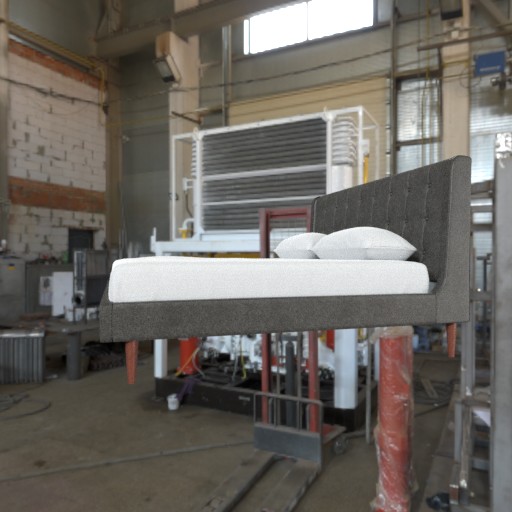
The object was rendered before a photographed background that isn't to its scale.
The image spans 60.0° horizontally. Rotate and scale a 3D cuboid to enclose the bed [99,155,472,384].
[{"bbox_3d":[0.000,0.000,3.149,2.031,1.158,1.903,0,0,-17],"label":"bed"}]
